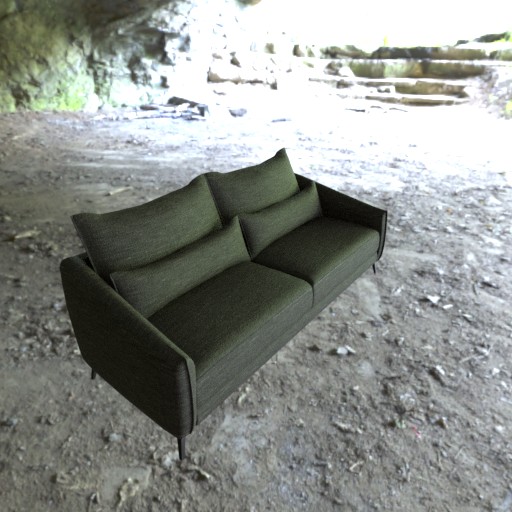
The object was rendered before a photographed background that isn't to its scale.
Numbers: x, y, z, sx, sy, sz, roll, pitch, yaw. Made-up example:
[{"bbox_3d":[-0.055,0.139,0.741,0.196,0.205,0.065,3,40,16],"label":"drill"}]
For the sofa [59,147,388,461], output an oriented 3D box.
[{"bbox_3d":[0.000,0.000,2.504,0.807,0.843,2.019,18,31,32],"label":"sofa"}]
